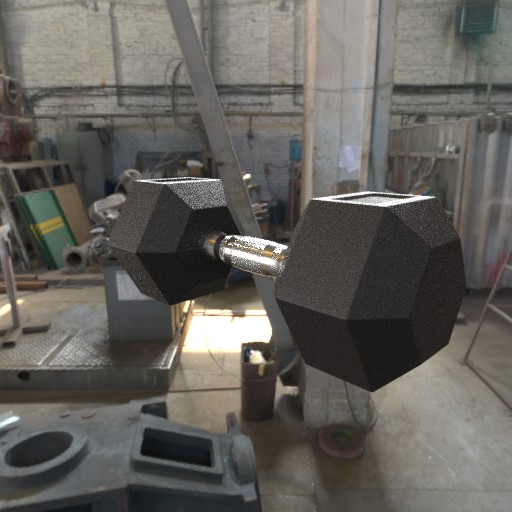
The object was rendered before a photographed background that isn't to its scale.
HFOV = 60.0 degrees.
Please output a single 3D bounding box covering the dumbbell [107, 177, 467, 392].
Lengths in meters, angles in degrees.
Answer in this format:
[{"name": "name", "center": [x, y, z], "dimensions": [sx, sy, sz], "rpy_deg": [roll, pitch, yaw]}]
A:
[{"name": "dumbbell", "center": [0.000, 0.000, 0.400], "dimensions": [0.142, 0.123, 0.337], "rpy_deg": [-14, 19, -43]}]
